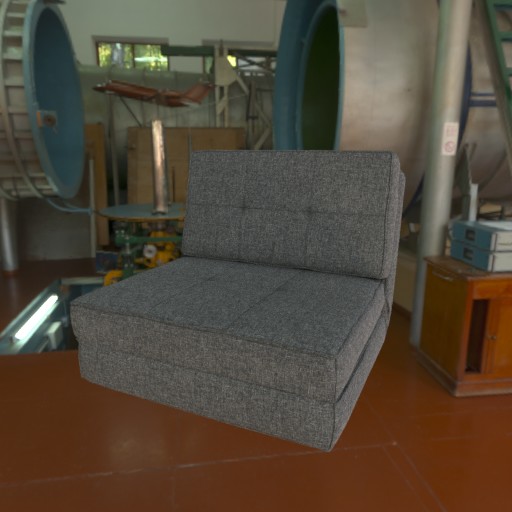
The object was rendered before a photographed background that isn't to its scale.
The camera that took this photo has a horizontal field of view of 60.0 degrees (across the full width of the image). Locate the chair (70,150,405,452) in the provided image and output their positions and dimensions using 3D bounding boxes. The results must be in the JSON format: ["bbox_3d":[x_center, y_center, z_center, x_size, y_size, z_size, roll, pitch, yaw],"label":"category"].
[{"bbox_3d":[0.000,0.000,1.328,0.740,0.615,0.800,6,15,25],"label":"chair"}]
